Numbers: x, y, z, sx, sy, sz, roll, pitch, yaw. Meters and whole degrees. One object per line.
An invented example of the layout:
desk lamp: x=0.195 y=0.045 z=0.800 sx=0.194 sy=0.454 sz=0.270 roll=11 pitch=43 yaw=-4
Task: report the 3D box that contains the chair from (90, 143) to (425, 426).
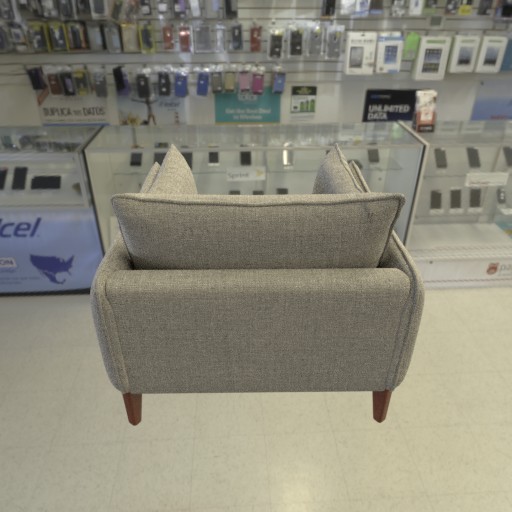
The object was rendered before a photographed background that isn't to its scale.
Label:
chair: x=0.000 y=0.000 z=1.708 sx=0.993 sy=0.839 sz=0.976 roll=0 pitch=31 yaw=-1
